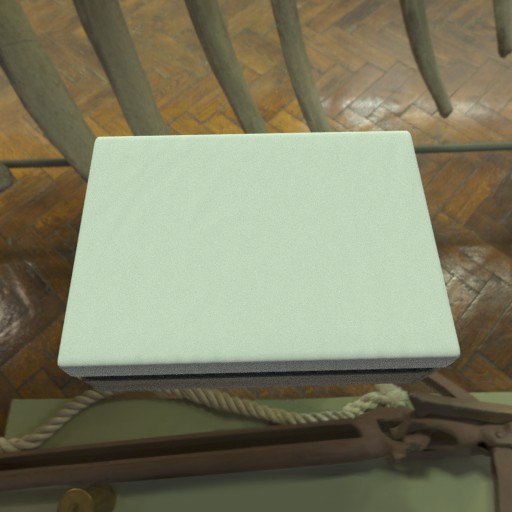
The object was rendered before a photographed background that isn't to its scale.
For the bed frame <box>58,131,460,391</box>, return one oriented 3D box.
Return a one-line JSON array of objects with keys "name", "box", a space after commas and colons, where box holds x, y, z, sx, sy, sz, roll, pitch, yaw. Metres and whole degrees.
[{"name": "bed frame", "box": [0.000, 0.000, 2.586, 1.900, 0.561, 1.400, -1, 64, -1]}]
